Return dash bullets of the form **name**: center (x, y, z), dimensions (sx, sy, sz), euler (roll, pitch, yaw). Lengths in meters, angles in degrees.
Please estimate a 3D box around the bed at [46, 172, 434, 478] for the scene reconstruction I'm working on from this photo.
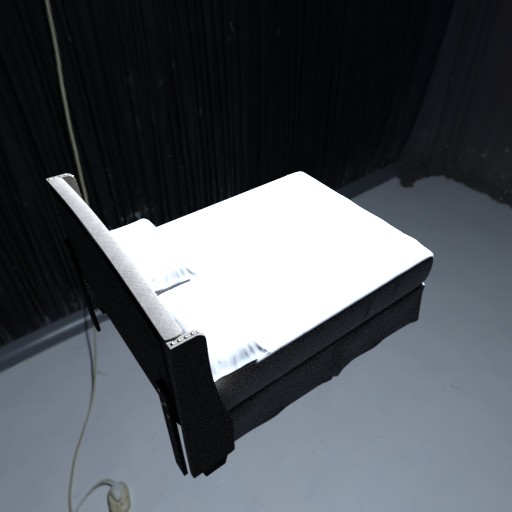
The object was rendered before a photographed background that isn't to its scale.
- **bed**: center (0.000, 0.000, 3.264), dimensions (2.237, 1.407, 1.710), euler (-26, 47, -27)
